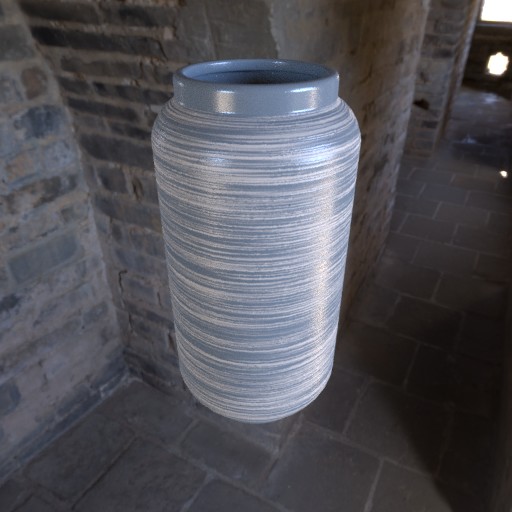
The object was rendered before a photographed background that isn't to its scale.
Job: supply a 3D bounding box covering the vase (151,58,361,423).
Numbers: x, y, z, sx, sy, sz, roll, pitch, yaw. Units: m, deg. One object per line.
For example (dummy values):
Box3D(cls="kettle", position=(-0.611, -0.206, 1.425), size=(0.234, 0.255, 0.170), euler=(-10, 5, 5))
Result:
Box3D(cls="vase", position=(0.000, 0.000, 0.293), size=(0.116, 0.230, 0.116), euler=(0, 32, 0))
